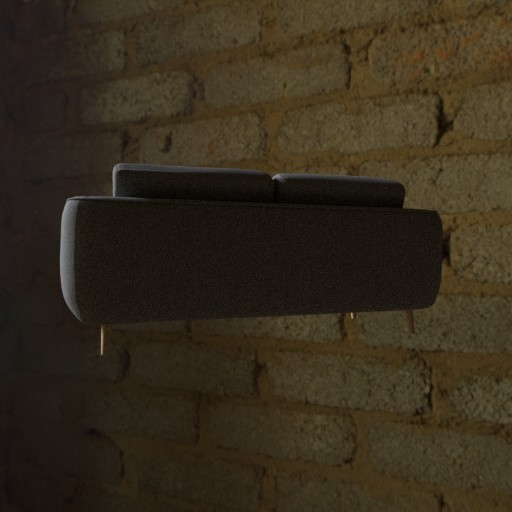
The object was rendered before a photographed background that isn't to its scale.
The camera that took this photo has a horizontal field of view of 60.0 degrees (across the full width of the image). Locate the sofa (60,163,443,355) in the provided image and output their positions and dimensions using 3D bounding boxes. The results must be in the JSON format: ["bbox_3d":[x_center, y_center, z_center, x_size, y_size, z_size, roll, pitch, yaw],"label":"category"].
[{"bbox_3d":[0.000,0.000,2.515,2.000,0.870,0.920,0,0,-19],"label":"sofa"}]
